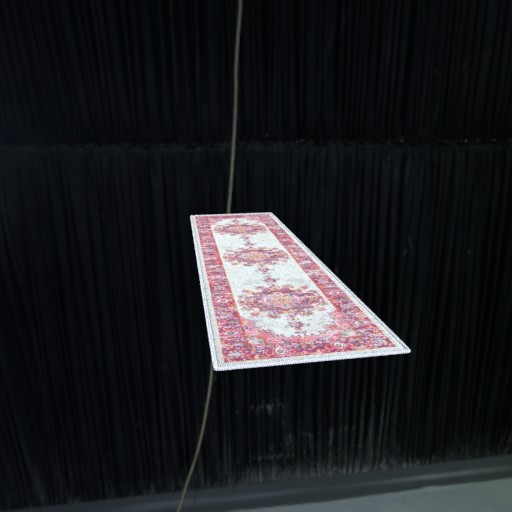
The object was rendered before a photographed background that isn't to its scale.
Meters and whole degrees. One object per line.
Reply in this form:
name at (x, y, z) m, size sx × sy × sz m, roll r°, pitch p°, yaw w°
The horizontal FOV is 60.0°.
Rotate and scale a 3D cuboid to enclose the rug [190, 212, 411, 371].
rug at (0.000, 0.000, 2.509) m, size 0.666 × 0.011 × 2.294 m, roll -3°, pitch 18°, yaw -9°
